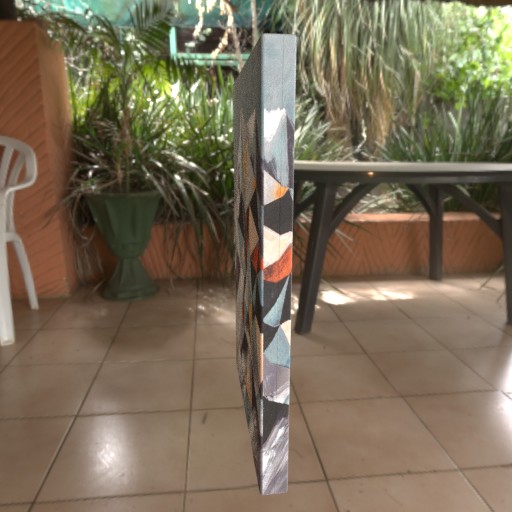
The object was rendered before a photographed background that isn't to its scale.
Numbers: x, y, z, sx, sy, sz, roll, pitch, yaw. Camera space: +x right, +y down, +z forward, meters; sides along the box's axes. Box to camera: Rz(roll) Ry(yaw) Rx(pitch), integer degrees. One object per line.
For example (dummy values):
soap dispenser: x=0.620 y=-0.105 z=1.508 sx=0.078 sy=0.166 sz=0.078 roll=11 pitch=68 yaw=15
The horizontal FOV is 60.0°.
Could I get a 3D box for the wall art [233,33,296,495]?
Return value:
wall art: x=0.000 y=0.000 z=1.139 sx=0.061 sy=0.911 sz=0.609 roll=-2 pitch=14 yaw=-7
